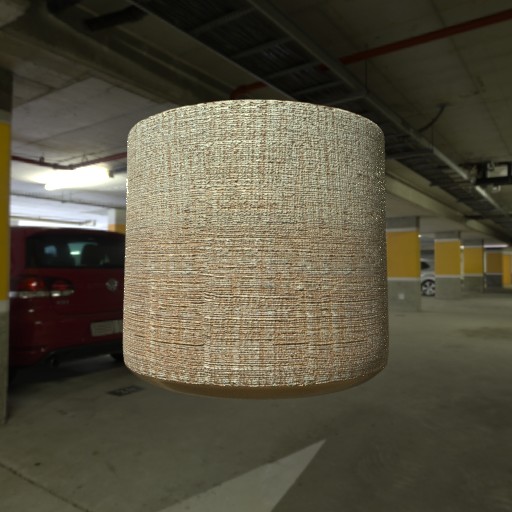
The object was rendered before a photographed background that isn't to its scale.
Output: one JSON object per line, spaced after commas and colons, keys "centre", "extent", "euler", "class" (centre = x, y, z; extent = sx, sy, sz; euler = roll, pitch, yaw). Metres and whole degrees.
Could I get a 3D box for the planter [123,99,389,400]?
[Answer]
{"centre": [0.000, 0.000, 0.311], "extent": [0.177, 0.157, 0.177], "euler": [0, -2, 0], "class": "planter"}
